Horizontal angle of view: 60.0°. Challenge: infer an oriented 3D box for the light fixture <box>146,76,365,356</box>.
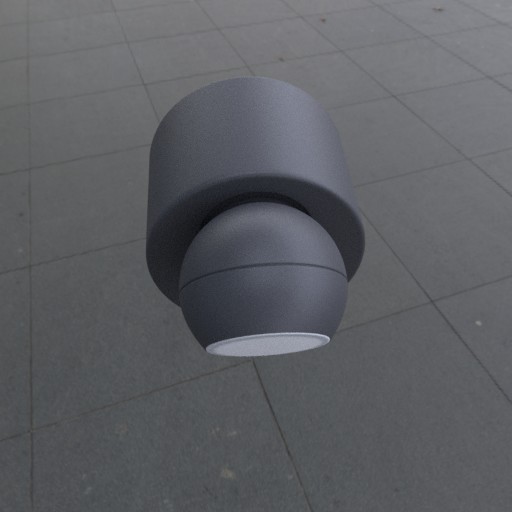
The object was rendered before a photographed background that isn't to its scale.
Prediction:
[{"bbox_3d":[0.000,0.000,0.261,0.134,0.143,0.160,-3,47,-3],"label":"light fixture"}]
